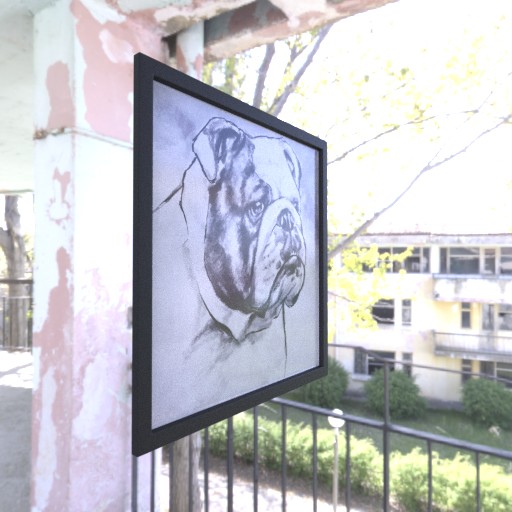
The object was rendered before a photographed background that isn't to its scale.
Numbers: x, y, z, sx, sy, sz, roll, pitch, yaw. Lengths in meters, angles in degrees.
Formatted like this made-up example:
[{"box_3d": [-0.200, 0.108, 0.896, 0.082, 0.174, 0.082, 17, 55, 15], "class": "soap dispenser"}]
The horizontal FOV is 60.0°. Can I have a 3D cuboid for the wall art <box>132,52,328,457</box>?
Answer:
[{"box_3d": [0.000, 0.000, 0.989, 0.016, 0.659, 0.663, -1, -1, 36], "class": "wall art"}]
